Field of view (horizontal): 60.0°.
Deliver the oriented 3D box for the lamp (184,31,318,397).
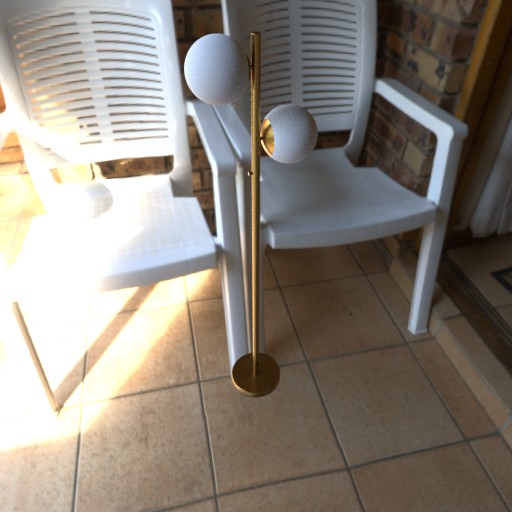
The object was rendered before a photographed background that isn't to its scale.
[{"bbox_3d":[0.000,0.000,1.764,0.419,1.641,0.249,-12,42,-14],"label":"lamp"}]
